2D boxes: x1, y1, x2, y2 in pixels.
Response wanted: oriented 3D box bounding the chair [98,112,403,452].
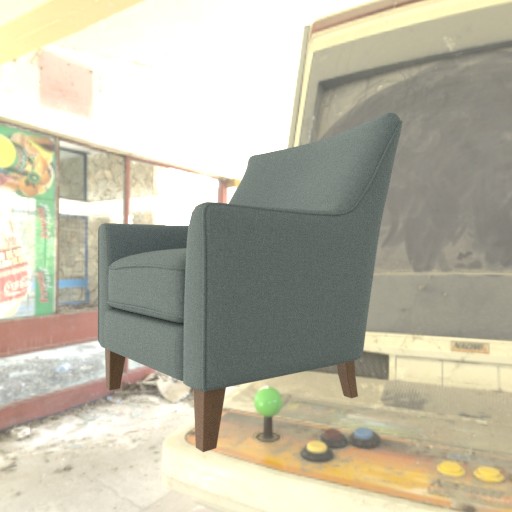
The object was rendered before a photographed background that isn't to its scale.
[{"bbox_3d":[0.000,0.000,1.527,0.879,0.916,0.756,1,-1,-37],"label":"chair"}]
